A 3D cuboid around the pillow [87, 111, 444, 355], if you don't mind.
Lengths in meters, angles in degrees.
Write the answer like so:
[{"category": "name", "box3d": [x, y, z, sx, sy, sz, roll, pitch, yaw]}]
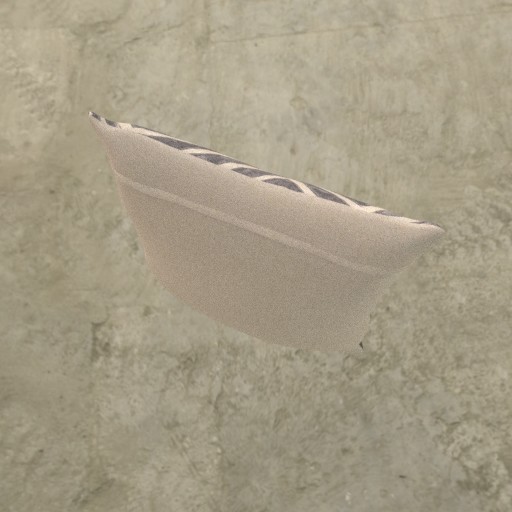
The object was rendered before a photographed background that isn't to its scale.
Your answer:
[{"category": "pillow", "box3d": [0.000, 0.000, 0.680, 0.440, 0.441, 0.182, 21, 65, 10]}]
